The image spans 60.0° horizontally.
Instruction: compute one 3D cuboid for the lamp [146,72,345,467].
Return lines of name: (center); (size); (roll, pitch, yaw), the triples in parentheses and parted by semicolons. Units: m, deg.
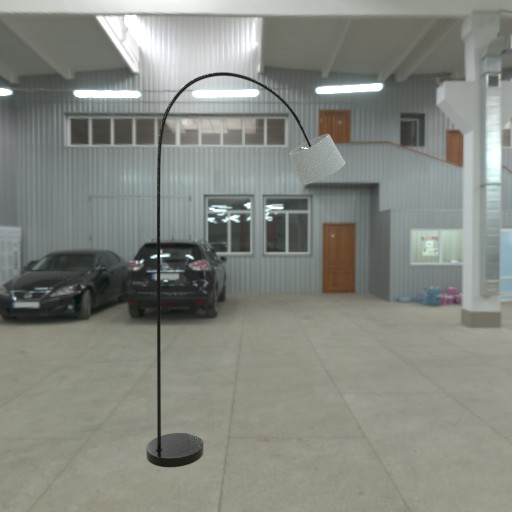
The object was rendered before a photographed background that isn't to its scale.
lamp: (0.000, 0.000, 2.659); (1.363, 2.104, 0.331); (-1, 2, -36)
